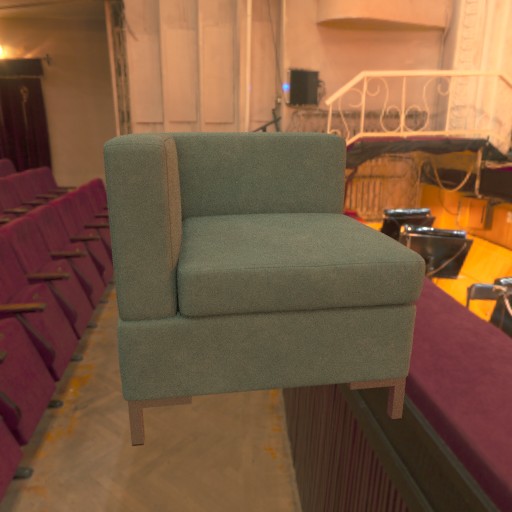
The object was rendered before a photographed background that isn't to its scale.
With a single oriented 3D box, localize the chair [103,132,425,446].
[{"bbox_3d":[0.000,0.000,1.230,0.680,0.660,0.680,-2,16,-8],"label":"chair"}]
